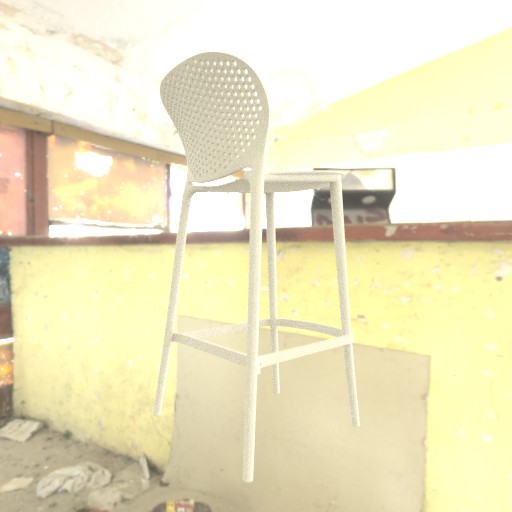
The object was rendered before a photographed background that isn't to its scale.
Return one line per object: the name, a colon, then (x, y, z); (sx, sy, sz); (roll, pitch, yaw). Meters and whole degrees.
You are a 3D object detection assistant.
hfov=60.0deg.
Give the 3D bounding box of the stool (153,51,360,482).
stool: (0.000, 0.000, 1.365); (0.535, 1.045, 0.536); (-1, 1, -37)
